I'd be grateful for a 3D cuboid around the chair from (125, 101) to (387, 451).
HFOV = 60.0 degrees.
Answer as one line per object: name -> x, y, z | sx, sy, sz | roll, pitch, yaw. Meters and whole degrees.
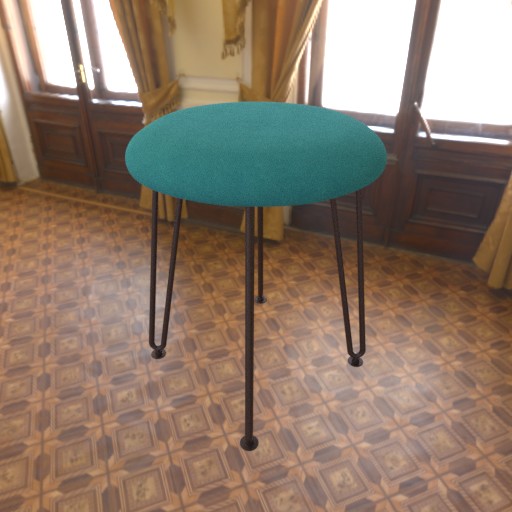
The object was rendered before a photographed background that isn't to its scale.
chair -> 0.000, 0.000, 0.698 | 0.350, 0.430, 0.350 | 20, 36, 31
